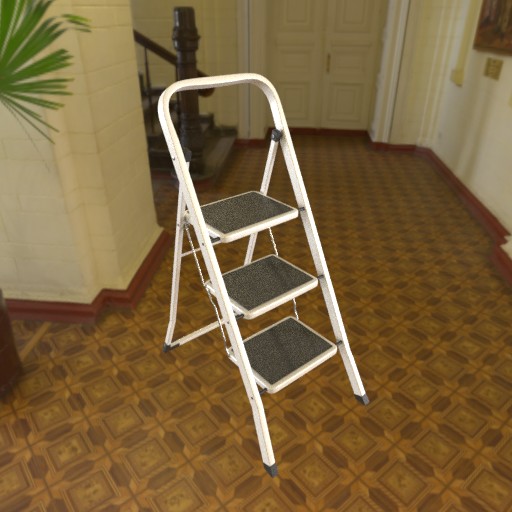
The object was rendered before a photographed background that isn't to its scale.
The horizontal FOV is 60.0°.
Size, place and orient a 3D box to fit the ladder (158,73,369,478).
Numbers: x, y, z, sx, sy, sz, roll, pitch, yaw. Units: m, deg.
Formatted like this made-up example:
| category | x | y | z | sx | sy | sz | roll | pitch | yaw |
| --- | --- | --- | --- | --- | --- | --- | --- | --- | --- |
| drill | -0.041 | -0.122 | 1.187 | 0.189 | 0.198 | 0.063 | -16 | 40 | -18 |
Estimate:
| category | x | y | z | sx | sy | sz | roll | pitch | yaw |
| --- | --- | --- | --- | --- | --- | --- | --- | --- | --- |
| ladder | 0.000 | 0.000 | 1.429 | 0.460 | 1.050 | 0.711 | -22 | 36 | -34 |
